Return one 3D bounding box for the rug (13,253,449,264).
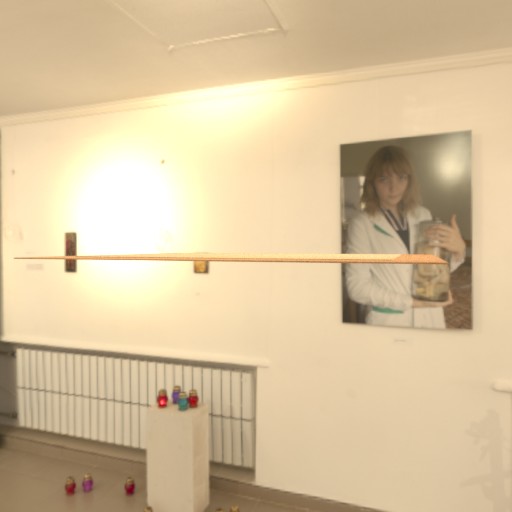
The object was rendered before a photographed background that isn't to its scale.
[{"bbox_3d":[0.000,0.000,4.006,3.048,0.014,2.438,0,1,20],"label":"rug"}]
